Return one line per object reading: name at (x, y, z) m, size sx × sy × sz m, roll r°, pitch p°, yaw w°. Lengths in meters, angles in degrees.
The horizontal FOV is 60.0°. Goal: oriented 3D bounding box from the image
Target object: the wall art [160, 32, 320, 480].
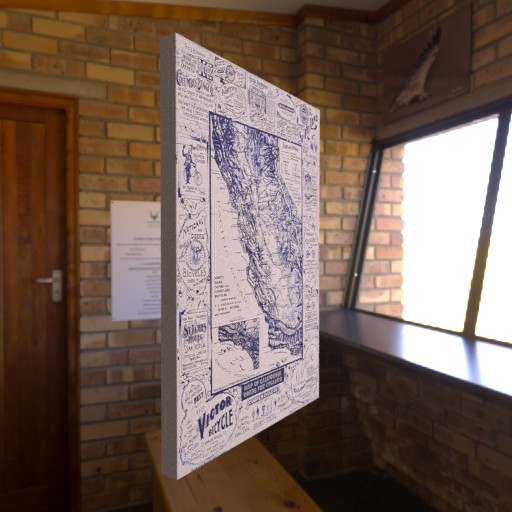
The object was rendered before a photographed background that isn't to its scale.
wall art at (0.000, 0.000, 0.963) m, size 0.039 × 0.753 × 0.511 m, roll 1°, pitch 1°, yaw 36°
